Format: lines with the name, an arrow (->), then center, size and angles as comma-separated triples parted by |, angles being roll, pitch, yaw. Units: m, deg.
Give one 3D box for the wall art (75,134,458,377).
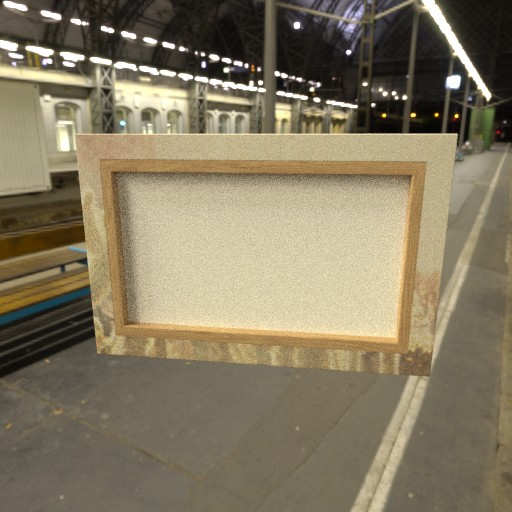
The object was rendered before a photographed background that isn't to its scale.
wall art -> 0.000, 0.000, 1.429 | 1.142, 0.758, 0.041 | 2, 15, 8
